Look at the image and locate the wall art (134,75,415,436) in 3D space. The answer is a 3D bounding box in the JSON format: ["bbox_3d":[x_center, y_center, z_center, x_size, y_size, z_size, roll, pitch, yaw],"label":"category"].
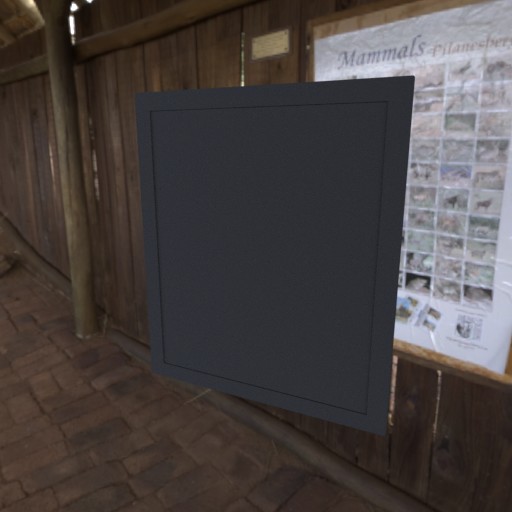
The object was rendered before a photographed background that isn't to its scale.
[{"bbox_3d":[0.000,0.000,0.501,0.311,0.361,0.010,7,16,25],"label":"wall art"}]
